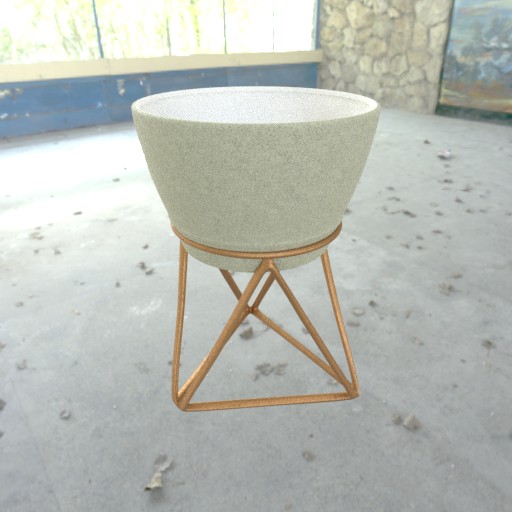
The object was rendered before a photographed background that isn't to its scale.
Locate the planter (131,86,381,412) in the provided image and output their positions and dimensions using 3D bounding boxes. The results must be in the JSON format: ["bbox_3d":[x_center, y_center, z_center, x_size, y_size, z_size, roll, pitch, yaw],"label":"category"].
[{"bbox_3d":[0.000,0.000,0.754,0.350,0.504,0.350,-19,33,-32],"label":"planter"}]
